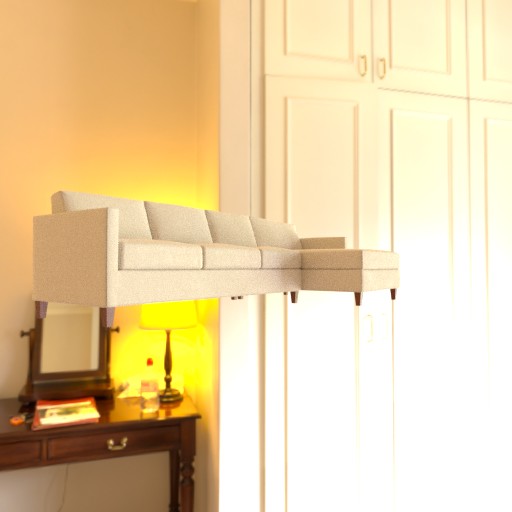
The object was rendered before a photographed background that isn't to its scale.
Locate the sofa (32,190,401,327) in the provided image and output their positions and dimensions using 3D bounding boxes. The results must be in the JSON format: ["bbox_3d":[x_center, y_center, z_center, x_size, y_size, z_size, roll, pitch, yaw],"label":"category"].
[{"bbox_3d":[0.000,0.000,4.172,1.599,0.954,3.471,-1,-2,36],"label":"sofa"}]
